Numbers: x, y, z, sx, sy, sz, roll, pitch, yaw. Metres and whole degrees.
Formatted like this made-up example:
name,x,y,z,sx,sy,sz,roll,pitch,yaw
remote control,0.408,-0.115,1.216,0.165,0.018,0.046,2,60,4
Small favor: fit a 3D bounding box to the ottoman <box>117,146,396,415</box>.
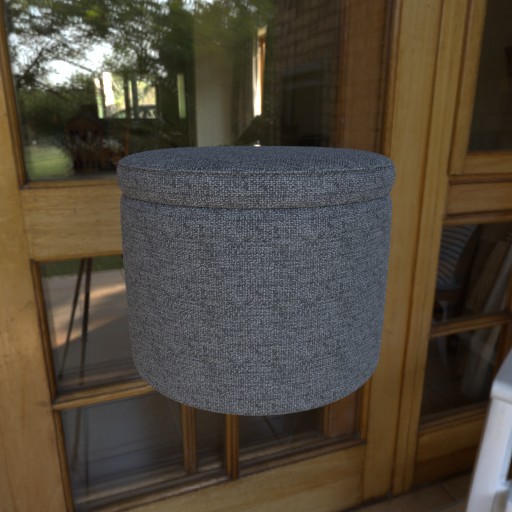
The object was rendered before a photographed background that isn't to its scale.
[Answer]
name,x,y,z,sx,sy,sz,roll,pitch,yaw
ottoman,0.000,0.000,0.907,0.520,0.430,0.520,0,16,0
